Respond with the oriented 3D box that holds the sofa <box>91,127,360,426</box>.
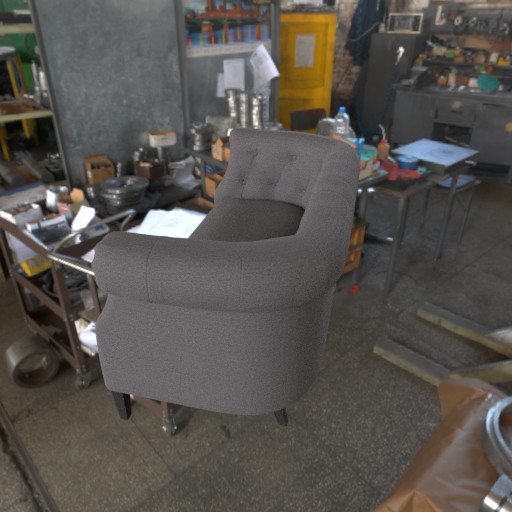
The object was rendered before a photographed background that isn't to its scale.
[{"bbox_3d":[0.000,0.000,2.046,0.835,0.827,1.558,7,31,12],"label":"sofa"}]
